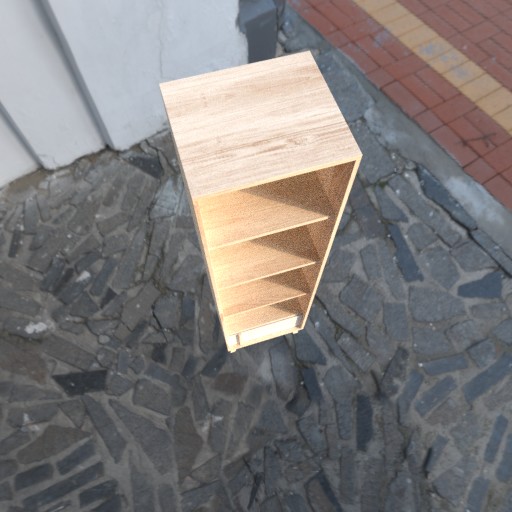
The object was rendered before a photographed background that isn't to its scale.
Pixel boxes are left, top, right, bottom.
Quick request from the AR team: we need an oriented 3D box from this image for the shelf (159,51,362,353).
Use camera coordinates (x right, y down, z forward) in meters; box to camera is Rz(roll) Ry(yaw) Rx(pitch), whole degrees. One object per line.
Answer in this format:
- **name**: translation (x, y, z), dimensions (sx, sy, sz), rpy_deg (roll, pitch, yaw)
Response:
- **shelf**: translation (0.000, 0.000, 2.233), dimensions (0.510, 1.960, 0.450), rpy_deg (-15, 66, -7)
